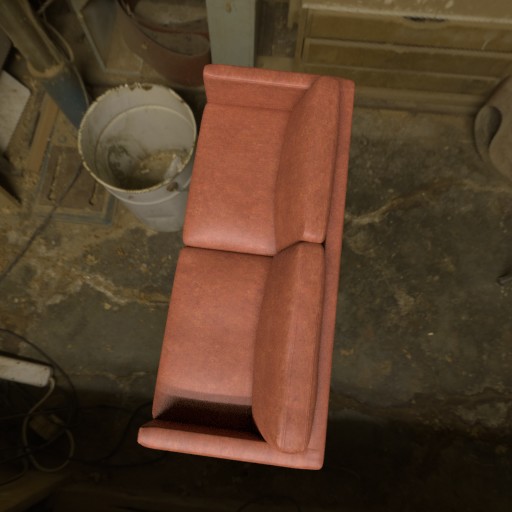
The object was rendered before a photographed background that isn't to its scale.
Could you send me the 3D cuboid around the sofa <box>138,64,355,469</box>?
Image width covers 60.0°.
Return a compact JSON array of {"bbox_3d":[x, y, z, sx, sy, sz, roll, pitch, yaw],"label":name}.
[{"bbox_3d":[0.000,0.000,2.700,0.950,0.932,2.204,7,76,2],"label":"sofa"}]
